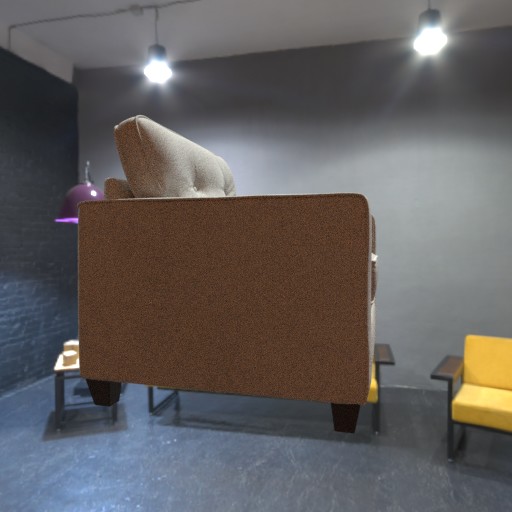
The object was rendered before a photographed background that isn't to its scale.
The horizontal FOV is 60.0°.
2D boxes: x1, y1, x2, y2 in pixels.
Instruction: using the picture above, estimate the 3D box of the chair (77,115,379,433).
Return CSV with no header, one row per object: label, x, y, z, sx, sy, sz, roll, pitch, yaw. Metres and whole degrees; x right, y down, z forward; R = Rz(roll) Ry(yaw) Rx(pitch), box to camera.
chair,0.000,0.000,1.767,0.939,0.965,1.015,0,2,16
